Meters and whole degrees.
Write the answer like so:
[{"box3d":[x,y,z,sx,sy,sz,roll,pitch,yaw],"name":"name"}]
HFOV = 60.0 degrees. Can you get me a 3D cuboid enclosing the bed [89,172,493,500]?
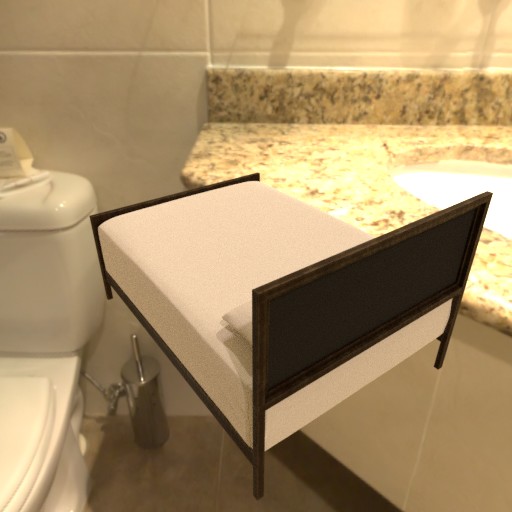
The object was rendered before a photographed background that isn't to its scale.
[{"box3d":[0.000,0.000,3.132,1.607,1.313,2.221,-21,37,-30],"name":"bed"}]
